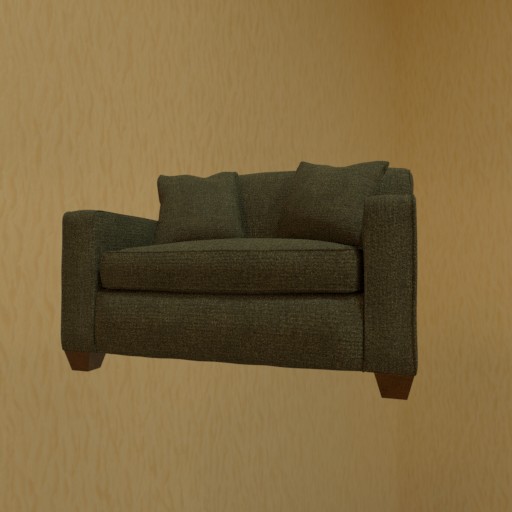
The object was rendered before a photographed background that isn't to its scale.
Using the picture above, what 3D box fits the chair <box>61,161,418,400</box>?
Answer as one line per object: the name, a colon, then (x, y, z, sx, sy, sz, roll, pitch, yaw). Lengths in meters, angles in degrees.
chair: (0.000, 0.000, 2.028, 1.383, 0.948, 1.000, 0, -2, 18)
